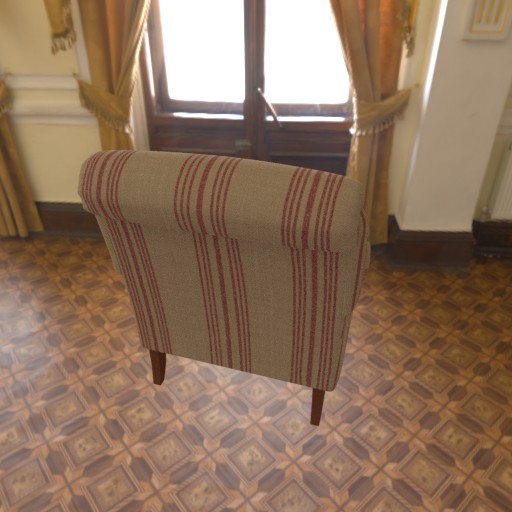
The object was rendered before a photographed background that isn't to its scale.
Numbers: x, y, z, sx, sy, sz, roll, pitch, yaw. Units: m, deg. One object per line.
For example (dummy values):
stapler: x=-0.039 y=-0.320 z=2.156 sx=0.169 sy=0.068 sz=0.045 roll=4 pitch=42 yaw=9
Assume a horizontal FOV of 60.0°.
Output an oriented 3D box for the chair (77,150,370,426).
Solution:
chair: x=0.000 y=0.000 z=1.903 sx=0.933 sy=1.123 sz=1.058 roll=9 pitch=32 yaw=15
